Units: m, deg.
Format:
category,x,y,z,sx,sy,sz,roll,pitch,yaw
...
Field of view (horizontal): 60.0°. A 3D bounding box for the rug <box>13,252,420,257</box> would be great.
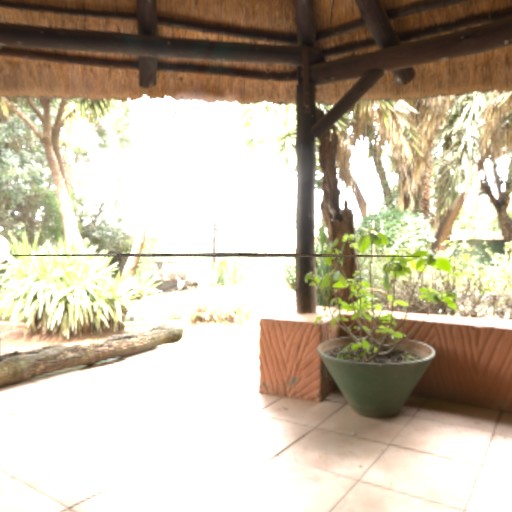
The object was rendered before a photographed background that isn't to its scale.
category,x,y,z,sx,sy,sz,roll,pitch,yaw
rug,0.000,0.000,2.944,1.513,0.008,2.423,0,0,34
